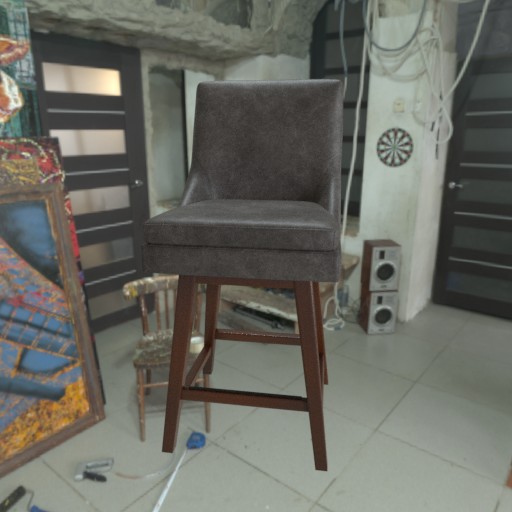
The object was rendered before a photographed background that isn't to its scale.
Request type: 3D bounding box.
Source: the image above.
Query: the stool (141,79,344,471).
[{"bbox_3d":[0.000,0.000,1.338,0.492,1.046,0.587,3,16,9],"label":"stool"}]
